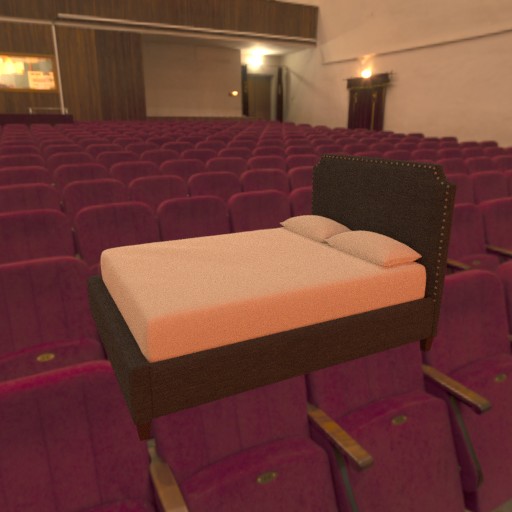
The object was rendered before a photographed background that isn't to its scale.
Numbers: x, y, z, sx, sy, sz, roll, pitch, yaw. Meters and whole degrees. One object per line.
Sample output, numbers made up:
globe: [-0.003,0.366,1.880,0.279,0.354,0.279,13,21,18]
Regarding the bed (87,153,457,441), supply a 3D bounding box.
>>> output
bed: [0.000,0.000,3.492,2.372,1.443,1.713,-8,19,-26]
